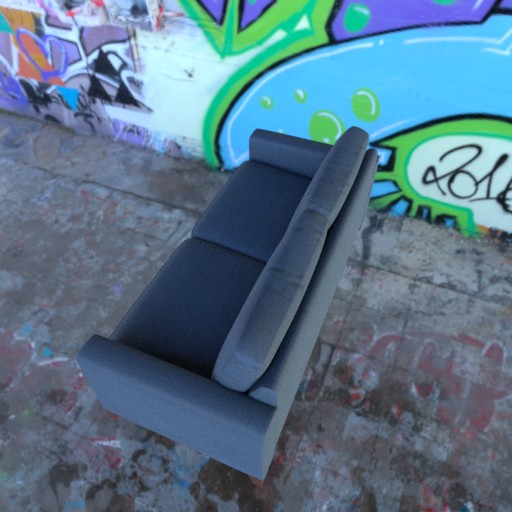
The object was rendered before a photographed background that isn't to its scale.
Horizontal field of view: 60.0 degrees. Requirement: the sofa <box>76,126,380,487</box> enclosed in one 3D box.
[{"bbox_3d":[0.000,0.000,2.397,0.877,0.865,1.900,17,49,15],"label":"sofa"}]
